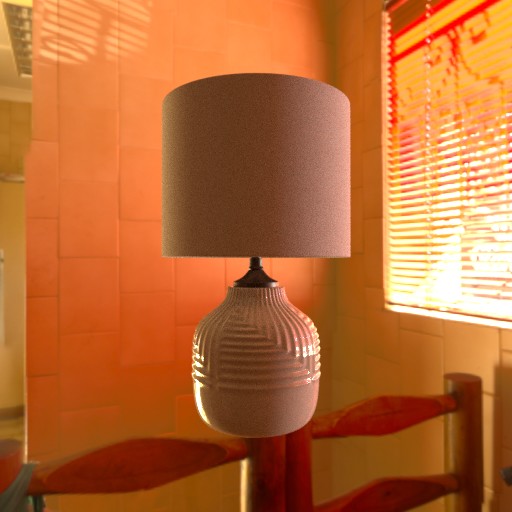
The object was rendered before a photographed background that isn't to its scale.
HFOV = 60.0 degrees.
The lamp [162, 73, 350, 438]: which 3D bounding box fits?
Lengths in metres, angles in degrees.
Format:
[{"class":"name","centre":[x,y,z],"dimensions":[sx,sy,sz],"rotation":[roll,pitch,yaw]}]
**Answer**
[{"class":"lamp","centre":[0.000,0.000,0.762],"dimensions":[0.318,0.567,0.318],"rotation":[0,0,0]}]
